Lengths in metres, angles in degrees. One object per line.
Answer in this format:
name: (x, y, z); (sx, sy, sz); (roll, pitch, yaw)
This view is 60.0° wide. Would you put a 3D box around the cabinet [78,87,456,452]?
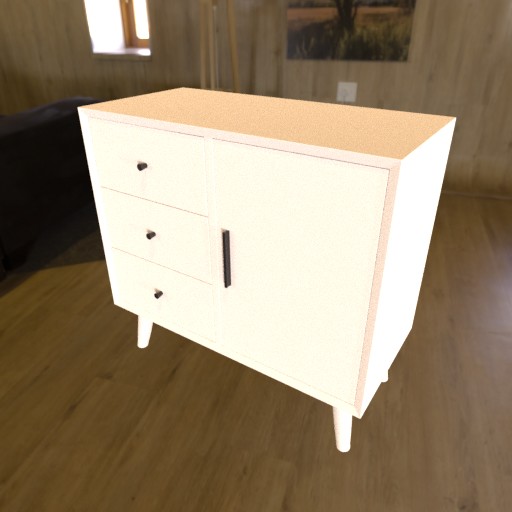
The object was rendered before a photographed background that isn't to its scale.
cabinet: (0.000, 0.000, 1.212); (0.800, 0.761, 0.398); (18, 33, 29)
